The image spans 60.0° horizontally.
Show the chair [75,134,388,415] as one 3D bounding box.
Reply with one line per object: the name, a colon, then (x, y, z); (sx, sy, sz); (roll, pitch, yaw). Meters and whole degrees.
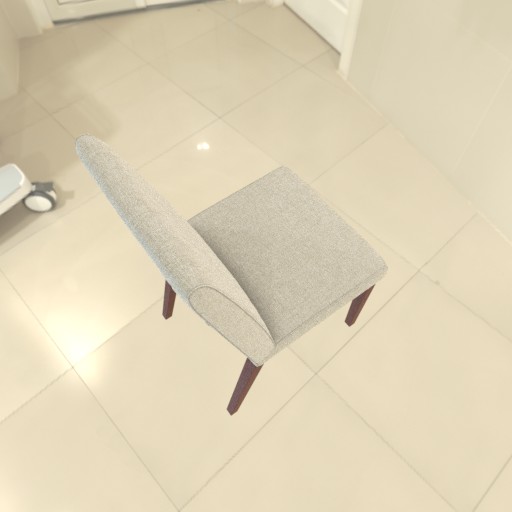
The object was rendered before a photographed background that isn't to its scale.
chair: (0.000, 0.000, 1.224); (0.594, 0.900, 0.480); (-32, 64, -18)
